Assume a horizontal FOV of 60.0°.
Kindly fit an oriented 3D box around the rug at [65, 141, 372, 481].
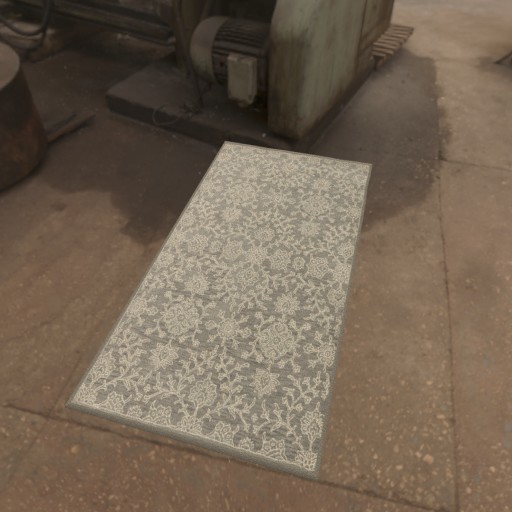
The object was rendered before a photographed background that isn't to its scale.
[{"bbox_3d":[0.000,0.000,3.543,1.546,0.011,3.048,12,48,11],"label":"rug"}]
